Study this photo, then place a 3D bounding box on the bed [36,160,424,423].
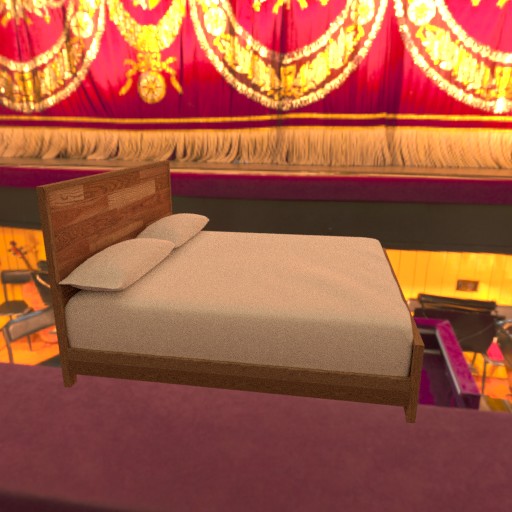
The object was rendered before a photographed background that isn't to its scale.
[{"bbox_3d":[0.000,0.000,3.467,2.184,1.295,2.013,3,17,9],"label":"bed"}]
